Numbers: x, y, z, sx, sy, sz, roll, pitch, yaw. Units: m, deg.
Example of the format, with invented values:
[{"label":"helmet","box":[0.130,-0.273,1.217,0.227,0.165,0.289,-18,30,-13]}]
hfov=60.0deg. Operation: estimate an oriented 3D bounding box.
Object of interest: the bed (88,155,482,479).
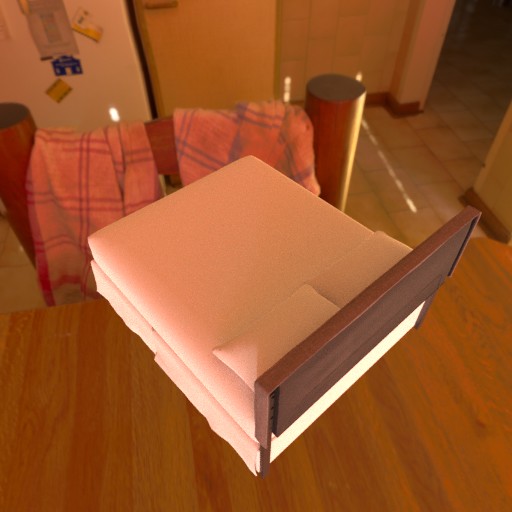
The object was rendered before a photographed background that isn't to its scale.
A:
[{"label":"bed","box":[0.000,0.000,2.880,1.610,1.089,1.894,-33,55,-27]}]
